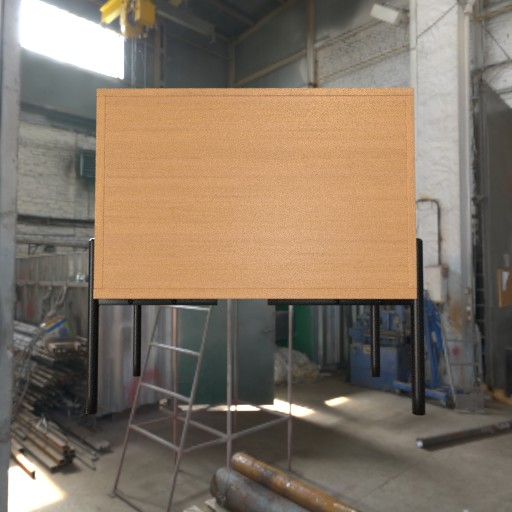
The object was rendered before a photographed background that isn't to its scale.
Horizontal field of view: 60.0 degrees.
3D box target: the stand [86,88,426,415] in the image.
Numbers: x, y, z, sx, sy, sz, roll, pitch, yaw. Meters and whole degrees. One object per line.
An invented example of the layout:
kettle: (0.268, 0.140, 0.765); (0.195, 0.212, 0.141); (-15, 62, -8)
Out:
stand: (0.000, 0.000, 1.001); (0.630, 0.600, 0.400); (0, -2, 0)
